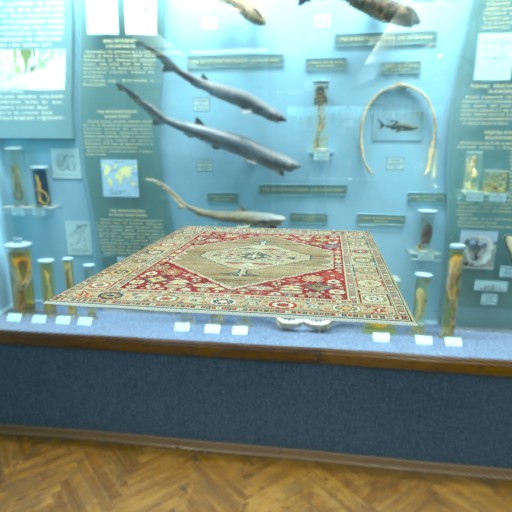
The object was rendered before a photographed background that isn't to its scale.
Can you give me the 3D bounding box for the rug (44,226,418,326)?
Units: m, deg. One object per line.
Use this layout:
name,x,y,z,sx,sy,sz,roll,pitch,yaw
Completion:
rug,0.000,0.000,4.328,2.451,0.008,3.143,2,14,9
